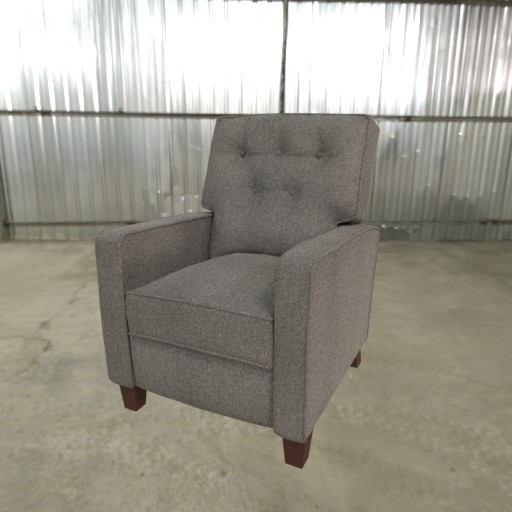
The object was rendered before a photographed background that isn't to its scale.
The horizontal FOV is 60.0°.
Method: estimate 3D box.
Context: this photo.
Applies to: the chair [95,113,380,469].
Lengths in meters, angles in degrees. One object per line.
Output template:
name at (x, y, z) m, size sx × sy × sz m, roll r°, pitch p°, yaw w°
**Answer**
chair at (0.000, 0.000, 1.414) m, size 0.650 × 0.889 × 0.775 m, roll 7°, pitch 17°, yaw 26°
